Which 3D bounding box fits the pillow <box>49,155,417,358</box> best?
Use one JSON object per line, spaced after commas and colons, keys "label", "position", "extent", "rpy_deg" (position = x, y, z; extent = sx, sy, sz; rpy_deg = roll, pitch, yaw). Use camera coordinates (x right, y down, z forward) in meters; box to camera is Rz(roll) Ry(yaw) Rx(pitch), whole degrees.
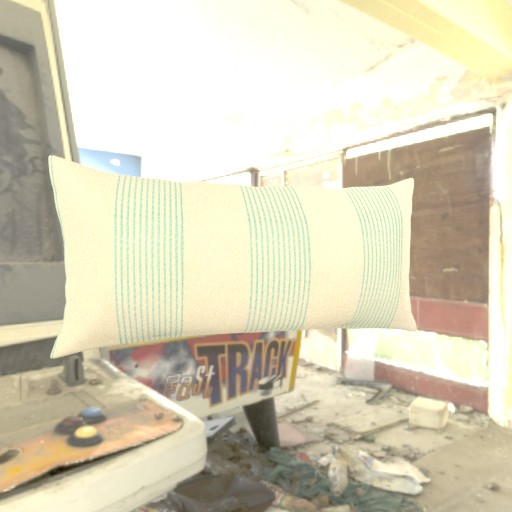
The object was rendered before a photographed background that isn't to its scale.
{"label": "pillow", "position": [0.000, 0.000, 0.713], "extent": [0.610, 0.287, 0.151], "rpy_deg": [0, 1, -17]}
